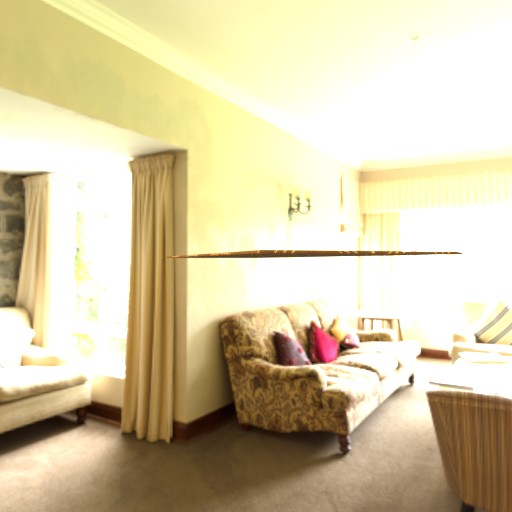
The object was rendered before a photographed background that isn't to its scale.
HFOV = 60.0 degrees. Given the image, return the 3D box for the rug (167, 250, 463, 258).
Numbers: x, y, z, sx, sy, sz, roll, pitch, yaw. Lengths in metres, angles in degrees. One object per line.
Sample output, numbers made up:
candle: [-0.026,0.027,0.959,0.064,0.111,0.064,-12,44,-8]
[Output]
rug: [0.000,0.000,2.641,0.773,0.012,2.464,0,-1,-18]
